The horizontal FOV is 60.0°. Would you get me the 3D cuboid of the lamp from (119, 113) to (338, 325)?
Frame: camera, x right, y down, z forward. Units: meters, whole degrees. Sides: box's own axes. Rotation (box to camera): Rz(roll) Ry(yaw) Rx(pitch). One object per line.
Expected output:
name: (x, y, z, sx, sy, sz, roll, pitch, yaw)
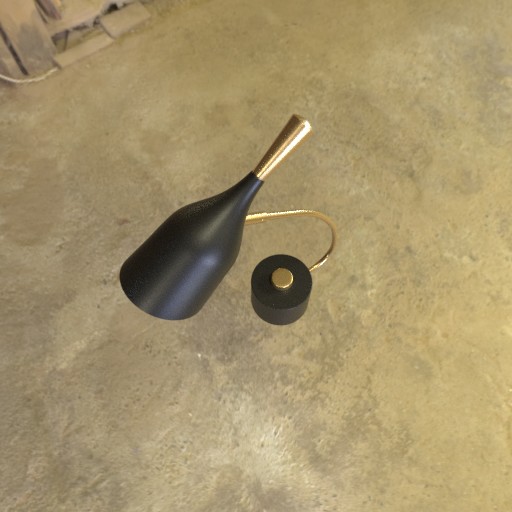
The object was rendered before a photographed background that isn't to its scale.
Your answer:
lamp: (0.000, 0.000, 0.626, 0.352, 0.464, 0.110, -32, 67, -16)
